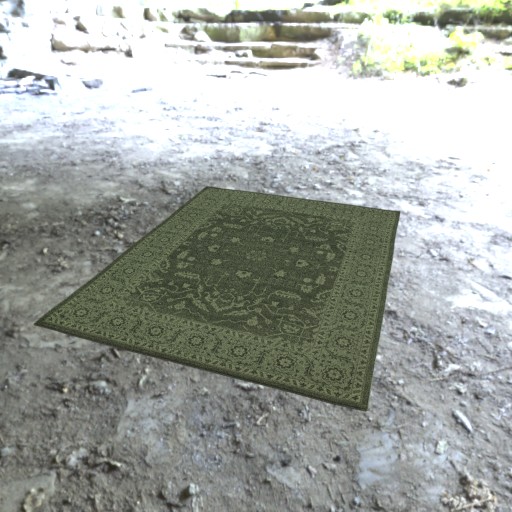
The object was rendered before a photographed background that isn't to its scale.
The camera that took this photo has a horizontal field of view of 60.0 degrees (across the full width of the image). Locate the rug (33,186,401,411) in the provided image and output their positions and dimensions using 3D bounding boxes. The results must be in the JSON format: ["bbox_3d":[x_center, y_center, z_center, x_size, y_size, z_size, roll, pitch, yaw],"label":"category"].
[{"bbox_3d":[0.000,0.000,4.189,2.451,0.026,3.069,10,31,17],"label":"rug"}]
